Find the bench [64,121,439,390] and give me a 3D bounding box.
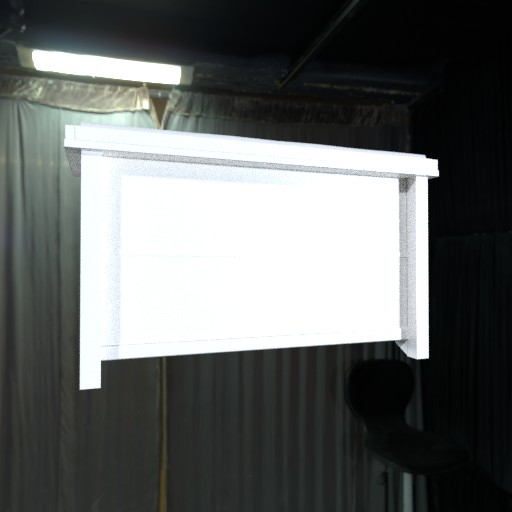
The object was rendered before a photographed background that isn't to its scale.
[{"bbox_3d":[0.000,0.000,1.266,0.987,0.589,0.346,0,-1,-19],"label":"bench"}]
